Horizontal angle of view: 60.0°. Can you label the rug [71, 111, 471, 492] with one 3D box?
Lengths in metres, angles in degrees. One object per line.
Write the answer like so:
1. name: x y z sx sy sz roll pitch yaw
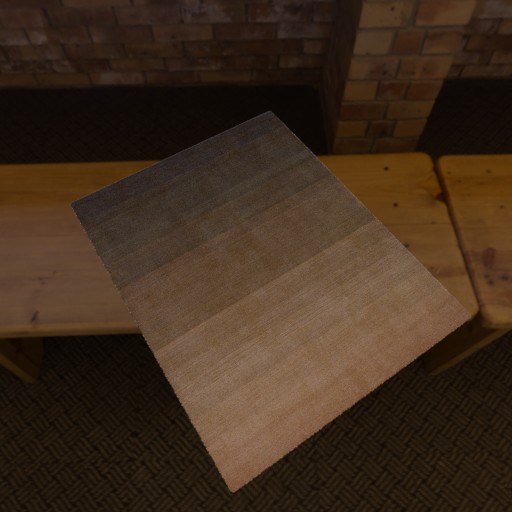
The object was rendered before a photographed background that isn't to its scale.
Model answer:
1. rug: 0.000 0.000 3.890 2.305 0.017 2.902 -30 64 -16
